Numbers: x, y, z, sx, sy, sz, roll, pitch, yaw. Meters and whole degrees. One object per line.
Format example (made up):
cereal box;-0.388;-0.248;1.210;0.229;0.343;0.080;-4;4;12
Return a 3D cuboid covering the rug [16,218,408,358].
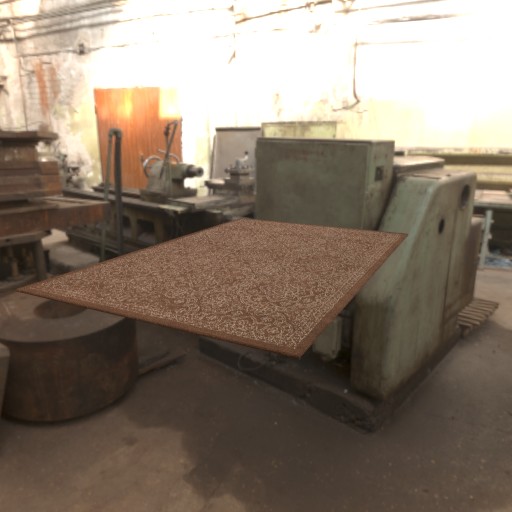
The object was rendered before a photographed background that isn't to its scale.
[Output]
rug;0.000;0.000;2.280;1.219;0.010;1.829;8;17;26
